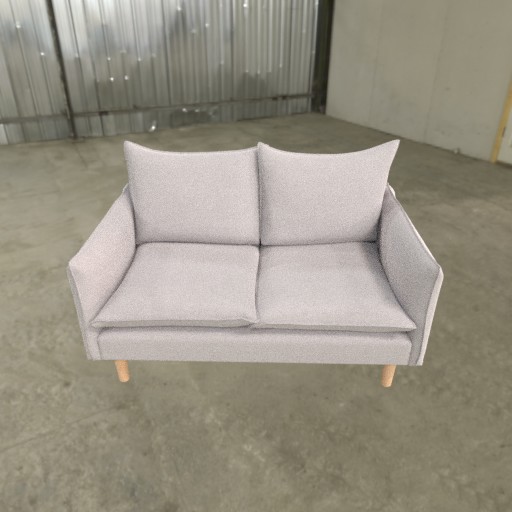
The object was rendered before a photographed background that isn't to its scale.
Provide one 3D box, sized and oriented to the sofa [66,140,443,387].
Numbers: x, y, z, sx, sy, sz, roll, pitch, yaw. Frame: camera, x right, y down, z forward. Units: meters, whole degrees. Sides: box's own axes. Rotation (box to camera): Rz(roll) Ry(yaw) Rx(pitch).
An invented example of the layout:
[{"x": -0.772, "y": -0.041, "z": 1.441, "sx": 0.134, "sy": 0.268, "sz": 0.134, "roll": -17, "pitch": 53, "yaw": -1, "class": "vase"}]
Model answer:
[{"x": 0.000, "y": 0.000, "z": 1.871, "sx": 1.300, "sy": 0.840, "sz": 0.820, "roll": 1, "pitch": 29, "yaw": 1, "class": "sofa"}]
